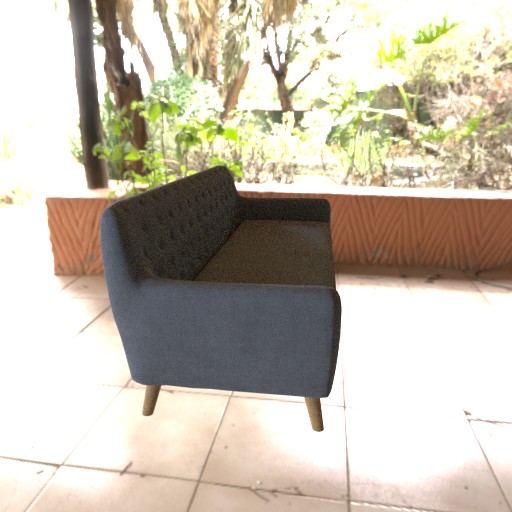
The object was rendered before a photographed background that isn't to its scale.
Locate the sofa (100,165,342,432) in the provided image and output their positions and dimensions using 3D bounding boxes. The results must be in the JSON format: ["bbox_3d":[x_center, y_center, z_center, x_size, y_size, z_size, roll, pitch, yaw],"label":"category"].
[{"bbox_3d":[0.000,0.000,2.401,0.830,0.830,1.970,2,16,8],"label":"sofa"}]
